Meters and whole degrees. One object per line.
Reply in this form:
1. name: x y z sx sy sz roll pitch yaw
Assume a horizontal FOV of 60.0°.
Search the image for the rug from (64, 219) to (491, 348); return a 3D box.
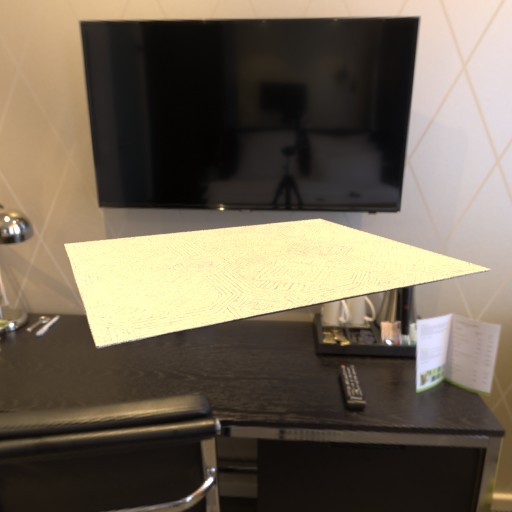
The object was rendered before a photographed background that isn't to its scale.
1. rug: 0.000 0.000 3.998 3.049 0.015 2.457 -8 17 -25
